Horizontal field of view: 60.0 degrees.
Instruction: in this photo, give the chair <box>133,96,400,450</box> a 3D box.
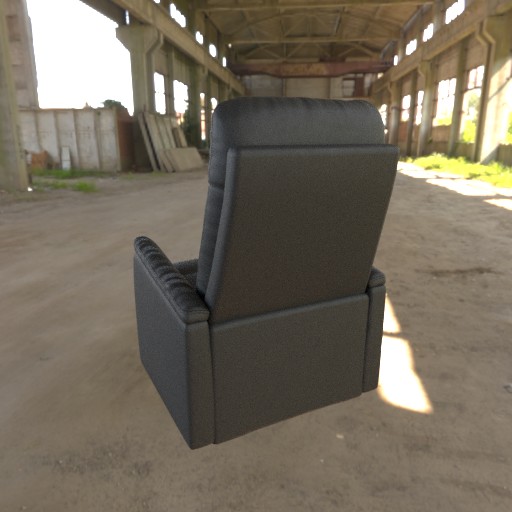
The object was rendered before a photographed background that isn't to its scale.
[{"bbox_3d":[0.000,0.000,1.651,0.775,1.082,0.831,-8,17,-27],"label":"chair"}]
